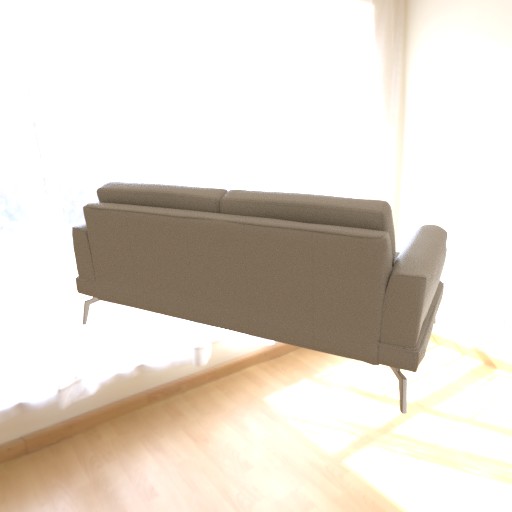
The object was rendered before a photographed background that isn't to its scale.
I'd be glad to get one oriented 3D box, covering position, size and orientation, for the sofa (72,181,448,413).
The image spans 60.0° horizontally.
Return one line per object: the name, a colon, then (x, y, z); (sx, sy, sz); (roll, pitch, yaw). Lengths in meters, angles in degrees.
sofa: (0.000, 0.000, 2.798); (2.177, 0.930, 1.121); (8, 18, 27)
